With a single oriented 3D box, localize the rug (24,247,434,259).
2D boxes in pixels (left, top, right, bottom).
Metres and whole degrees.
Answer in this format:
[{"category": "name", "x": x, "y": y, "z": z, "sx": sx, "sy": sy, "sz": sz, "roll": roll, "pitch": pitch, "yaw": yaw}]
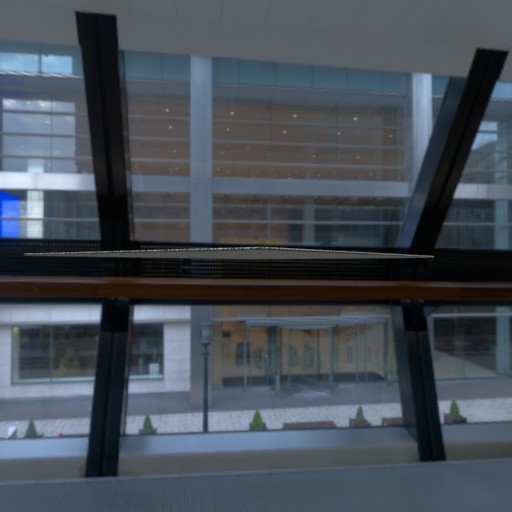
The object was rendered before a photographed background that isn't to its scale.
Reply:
[{"category": "rug", "x": 0.000, "y": 0.000, "z": 4.206, "sx": 2.439, "sy": 0.014, "sz": 3.207, "roll": -1, "pitch": -1, "yaw": 36}]
